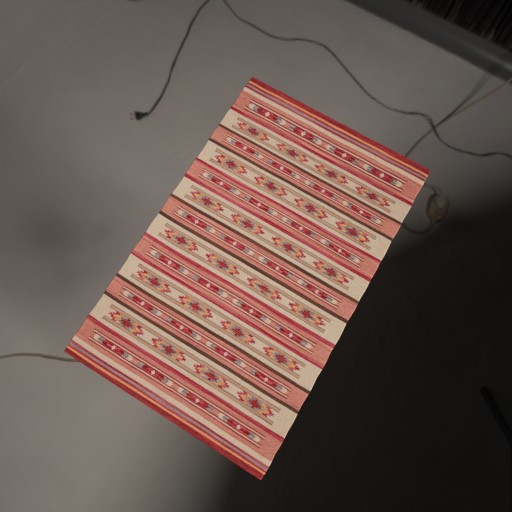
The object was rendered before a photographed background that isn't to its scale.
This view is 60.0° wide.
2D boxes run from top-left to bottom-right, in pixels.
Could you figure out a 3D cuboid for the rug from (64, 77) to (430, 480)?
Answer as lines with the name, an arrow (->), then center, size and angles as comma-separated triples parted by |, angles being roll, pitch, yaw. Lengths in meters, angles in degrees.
rug -> 0.000, 0.000, 3.099 | 1.535, 0.010, 2.431 | 30, 78, 7
